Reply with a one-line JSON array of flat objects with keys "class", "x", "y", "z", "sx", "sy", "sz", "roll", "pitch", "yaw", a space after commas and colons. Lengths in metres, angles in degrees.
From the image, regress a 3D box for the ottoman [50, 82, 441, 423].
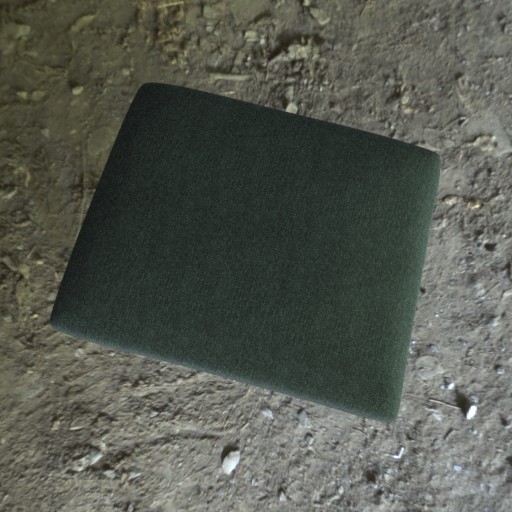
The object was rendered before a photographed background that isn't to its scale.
[{"class": "ottoman", "x": 0.000, "y": 0.000, "z": 1.272, "sx": 0.831, "sy": 0.533, "sz": 0.695, "roll": 15, "pitch": 76, "yaw": 4}]
